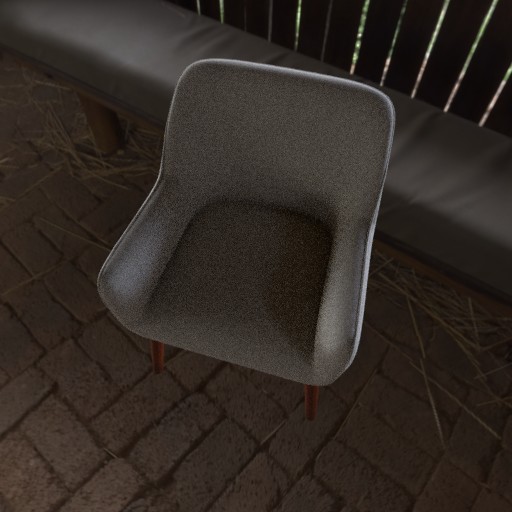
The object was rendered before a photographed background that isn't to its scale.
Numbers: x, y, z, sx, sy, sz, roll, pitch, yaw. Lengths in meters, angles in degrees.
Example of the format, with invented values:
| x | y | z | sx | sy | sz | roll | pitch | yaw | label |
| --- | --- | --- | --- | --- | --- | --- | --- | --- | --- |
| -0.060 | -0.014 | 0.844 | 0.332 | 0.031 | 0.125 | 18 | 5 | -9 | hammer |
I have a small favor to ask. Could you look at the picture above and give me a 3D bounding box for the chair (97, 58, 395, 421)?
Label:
| x | y | z | sx | sy | sz | roll | pitch | yaw | label |
| --- | --- | --- | --- | --- | --- | --- | --- | --- | --- |
| 0.000 | 0.000 | 1.258 | 0.610 | 0.813 | 0.610 | 14 | 57 | 9 | chair |
